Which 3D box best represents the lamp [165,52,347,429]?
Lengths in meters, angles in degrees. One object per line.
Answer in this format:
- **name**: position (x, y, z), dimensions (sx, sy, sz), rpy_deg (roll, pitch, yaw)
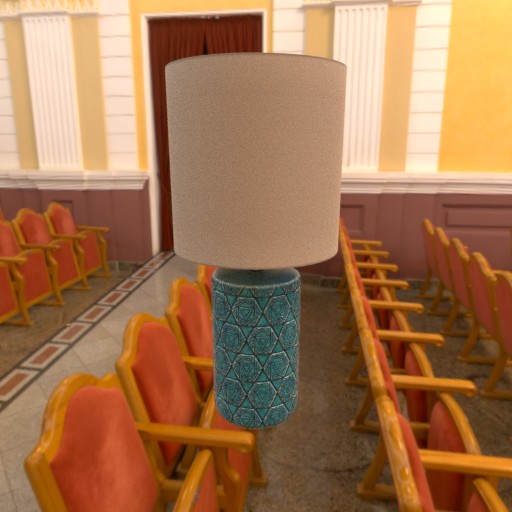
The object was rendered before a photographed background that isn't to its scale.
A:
- **lamp**: position (0.000, 0.000, 0.764), dimensions (0.278, 0.597, 0.278), rpy_deg (2, 14, 8)
